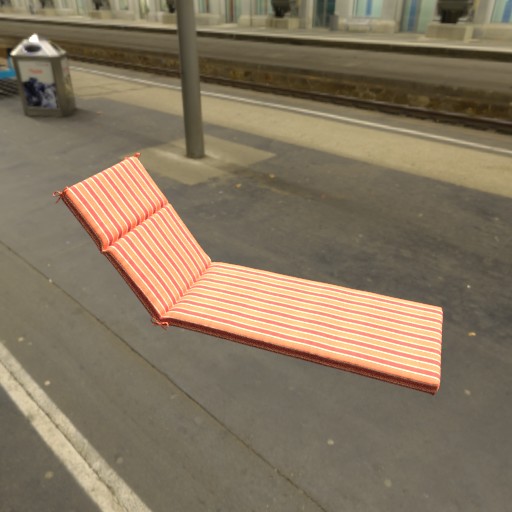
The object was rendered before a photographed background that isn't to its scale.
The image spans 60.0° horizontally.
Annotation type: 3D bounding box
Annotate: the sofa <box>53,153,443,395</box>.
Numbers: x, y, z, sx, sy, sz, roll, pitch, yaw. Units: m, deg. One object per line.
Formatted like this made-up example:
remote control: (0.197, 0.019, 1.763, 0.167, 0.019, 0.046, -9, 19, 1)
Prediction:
sofa: (0.000, 0.000, 1.983, 1.663, 0.622, 0.582, 11, 32, 18)
